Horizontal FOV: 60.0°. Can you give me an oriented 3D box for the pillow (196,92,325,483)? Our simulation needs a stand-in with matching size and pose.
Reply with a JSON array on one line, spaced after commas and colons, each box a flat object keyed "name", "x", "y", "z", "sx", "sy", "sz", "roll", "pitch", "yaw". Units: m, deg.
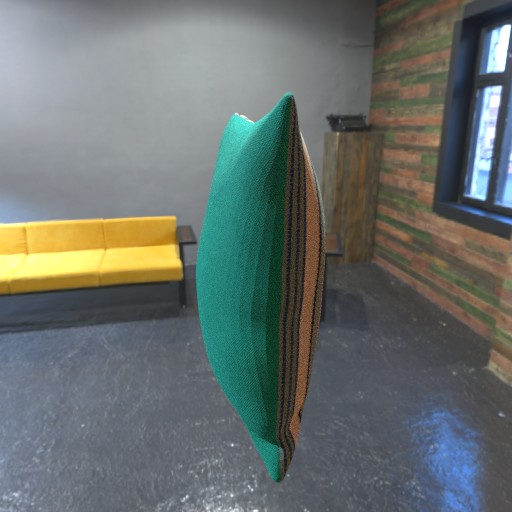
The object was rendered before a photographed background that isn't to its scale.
[{"name": "pillow", "x": 0.000, "y": 0.000, "z": 0.674, "sx": 0.182, "sy": 0.441, "sz": 0.440, "roll": -3, "pitch": 17, "yaw": -9}]
